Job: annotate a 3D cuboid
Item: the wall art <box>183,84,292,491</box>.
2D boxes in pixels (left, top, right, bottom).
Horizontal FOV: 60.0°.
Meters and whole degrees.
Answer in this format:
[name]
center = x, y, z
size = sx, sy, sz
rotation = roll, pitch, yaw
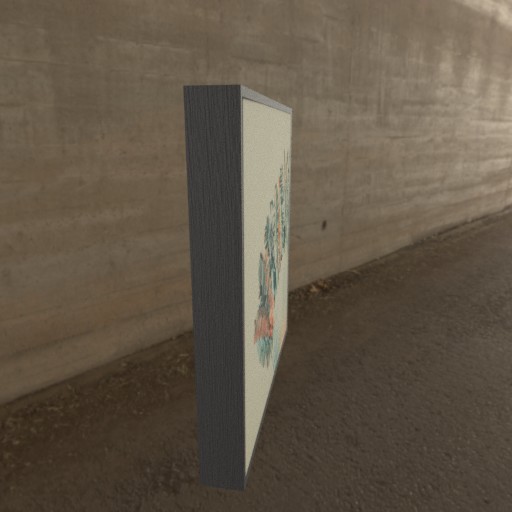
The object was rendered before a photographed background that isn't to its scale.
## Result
[wall art]
center = 0.000, 0.000, 0.455
size = 0.036, 0.300, 0.302
rotation = 3, 16, 10
